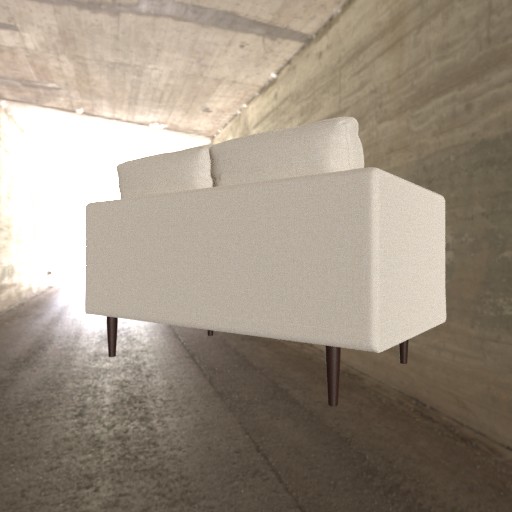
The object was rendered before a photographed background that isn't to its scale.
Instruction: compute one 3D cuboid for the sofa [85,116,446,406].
[{"bbox_3d":[0.000,0.000,1.965,1.430,0.908,0.796,0,0,36],"label":"sofa"}]
